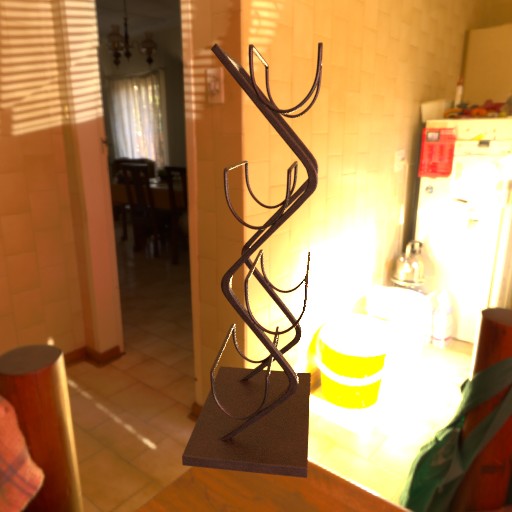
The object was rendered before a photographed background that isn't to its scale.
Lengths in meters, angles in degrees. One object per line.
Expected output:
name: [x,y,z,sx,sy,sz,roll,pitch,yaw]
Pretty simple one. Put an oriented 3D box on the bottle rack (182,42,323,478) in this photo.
bottle rack: [0.000,0.000,0.668,0.178,0.559,0.254,2,16,8]
